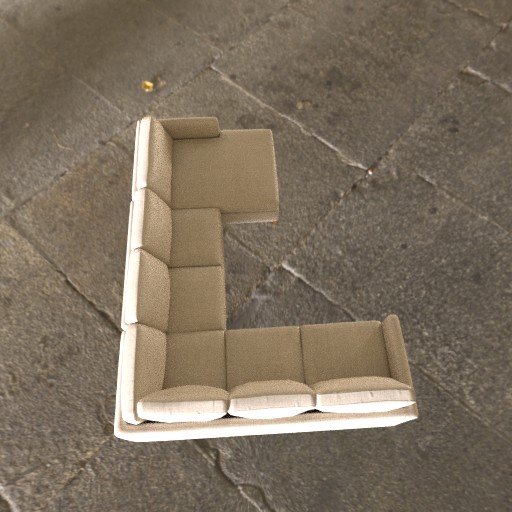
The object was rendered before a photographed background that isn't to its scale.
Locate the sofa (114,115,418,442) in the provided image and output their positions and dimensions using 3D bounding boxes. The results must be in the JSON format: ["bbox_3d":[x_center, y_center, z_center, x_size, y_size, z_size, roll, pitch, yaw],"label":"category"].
[{"bbox_3d":[0.000,0.000,4.665,2.594,0.961,3.460,-3,64,-1],"label":"sofa"}]
